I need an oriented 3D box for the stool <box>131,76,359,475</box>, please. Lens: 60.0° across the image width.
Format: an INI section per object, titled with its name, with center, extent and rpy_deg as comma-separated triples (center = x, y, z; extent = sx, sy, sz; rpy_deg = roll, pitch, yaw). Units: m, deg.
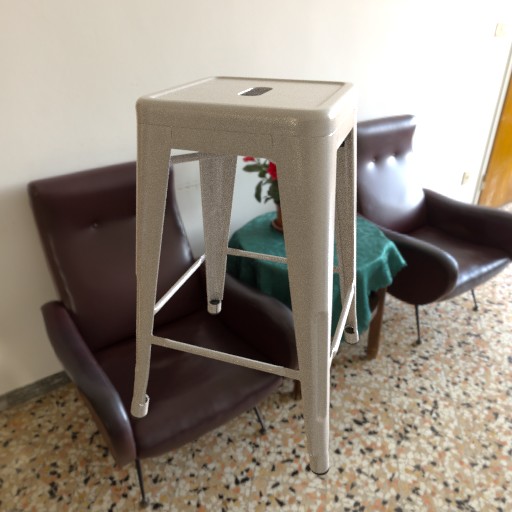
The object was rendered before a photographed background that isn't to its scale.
[stool]
center = 0.000, 0.000, 0.856
extent = 0.406, 0.610, 0.406
rpy_deg = 10, 30, 17
